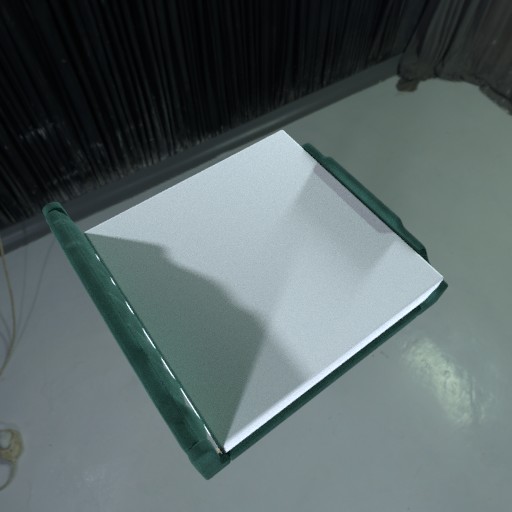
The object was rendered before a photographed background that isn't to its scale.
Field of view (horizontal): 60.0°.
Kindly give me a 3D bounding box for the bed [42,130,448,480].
[{"bbox_3d":[0.000,0.000,3.441,2.340,1.245,2.074,-32,63,-18],"label":"bed"}]
